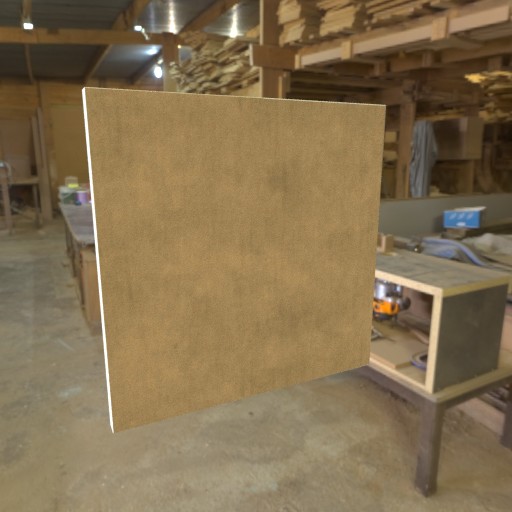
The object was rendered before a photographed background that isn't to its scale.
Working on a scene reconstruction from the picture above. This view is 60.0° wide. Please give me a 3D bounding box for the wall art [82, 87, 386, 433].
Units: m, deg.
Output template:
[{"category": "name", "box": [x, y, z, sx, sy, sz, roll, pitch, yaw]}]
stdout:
[{"category": "wall art", "box": [0.000, 0.000, 0.673, 0.455, 0.453, 0.023, -7, 15, -26]}]
